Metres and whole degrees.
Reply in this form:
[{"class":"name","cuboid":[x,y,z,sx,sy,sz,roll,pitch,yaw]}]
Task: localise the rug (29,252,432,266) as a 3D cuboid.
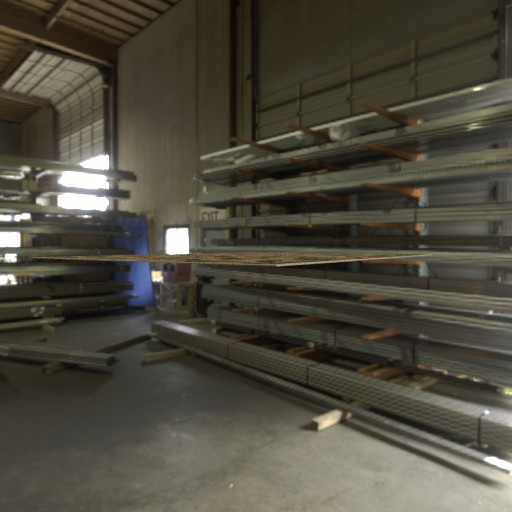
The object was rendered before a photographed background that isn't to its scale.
[{"class":"rug","cuboid":[0.000,0.000,4.056,2.380,0.008,2.977,1,2,36]}]
